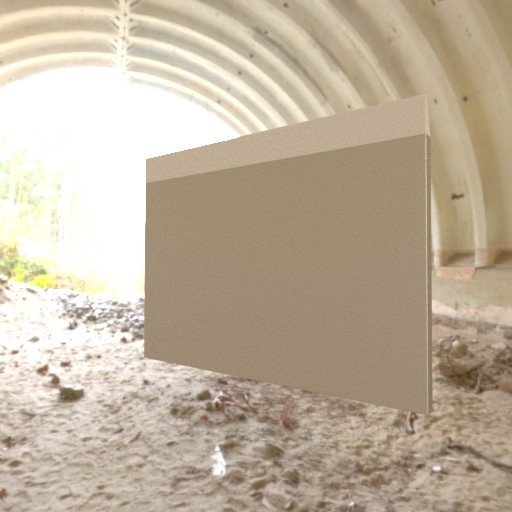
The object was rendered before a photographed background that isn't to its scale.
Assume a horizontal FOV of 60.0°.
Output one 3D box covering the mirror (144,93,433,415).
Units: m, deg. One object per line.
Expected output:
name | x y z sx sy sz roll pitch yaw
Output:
mirror | 0.000 0.000 1.145 0.870 0.630 0.030 -1 -1 38
